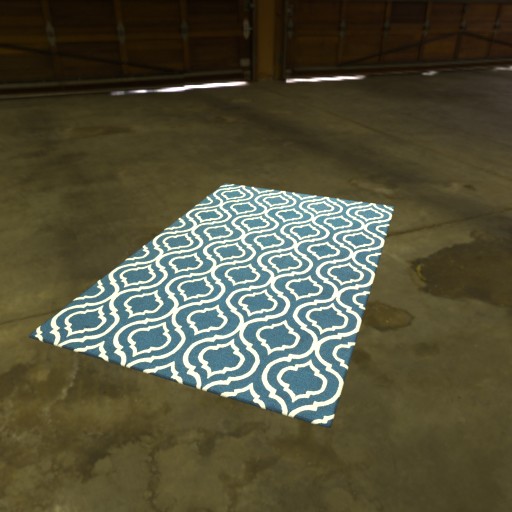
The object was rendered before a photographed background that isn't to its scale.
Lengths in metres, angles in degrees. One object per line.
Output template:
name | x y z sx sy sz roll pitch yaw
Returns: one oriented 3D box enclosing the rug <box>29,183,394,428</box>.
rug | 0.000 0.000 2.181 1.143 0.010 1.753 11 31 18
